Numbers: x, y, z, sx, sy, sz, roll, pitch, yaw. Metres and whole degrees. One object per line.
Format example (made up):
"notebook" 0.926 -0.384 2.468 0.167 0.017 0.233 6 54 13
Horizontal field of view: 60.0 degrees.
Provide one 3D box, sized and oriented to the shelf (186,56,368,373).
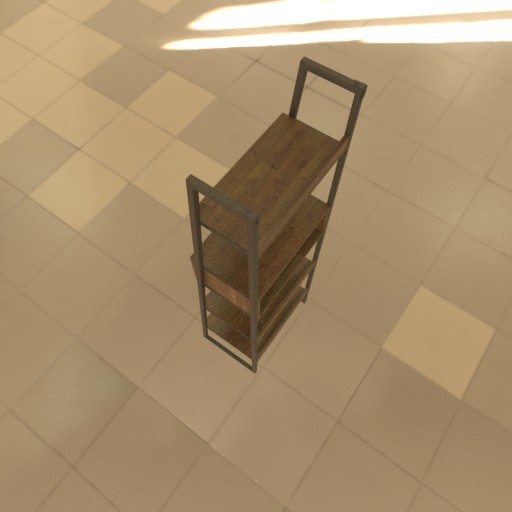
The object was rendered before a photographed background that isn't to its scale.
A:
"shelf" 0.000 0.000 2.312 0.454 2.005 0.652 32 68 15
